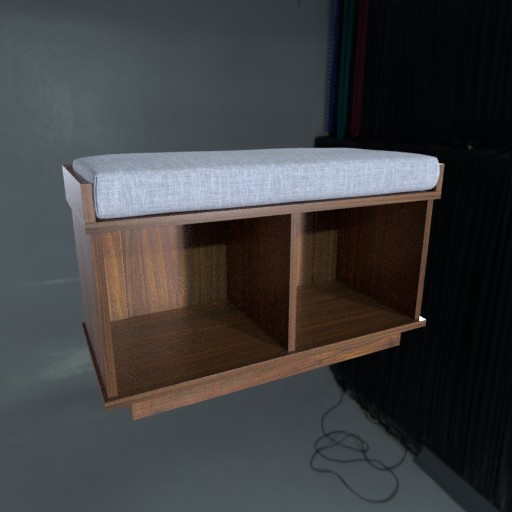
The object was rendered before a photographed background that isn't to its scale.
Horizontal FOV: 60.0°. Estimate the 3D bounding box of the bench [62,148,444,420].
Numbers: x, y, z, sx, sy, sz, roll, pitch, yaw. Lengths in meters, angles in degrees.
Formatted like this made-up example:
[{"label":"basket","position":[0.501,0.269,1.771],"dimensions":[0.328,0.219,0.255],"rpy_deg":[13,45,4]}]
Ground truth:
[{"label":"bench","position":[0.000,0.000,0.995],"dimensions":[0.734,0.461,0.362],"rpy_deg":[-8,18,-25]}]
